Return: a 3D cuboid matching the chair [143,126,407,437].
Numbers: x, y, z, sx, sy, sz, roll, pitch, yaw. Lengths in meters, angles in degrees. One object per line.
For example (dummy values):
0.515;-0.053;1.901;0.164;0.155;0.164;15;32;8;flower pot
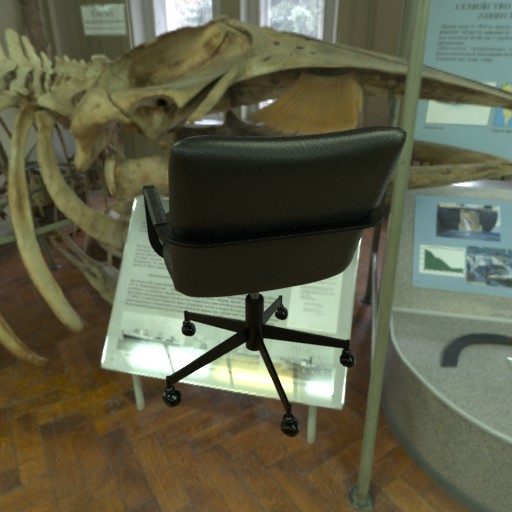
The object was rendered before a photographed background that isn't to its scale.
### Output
0.000;0.000;1.481;0.719;0.922;0.748;-8;26;-16;chair
